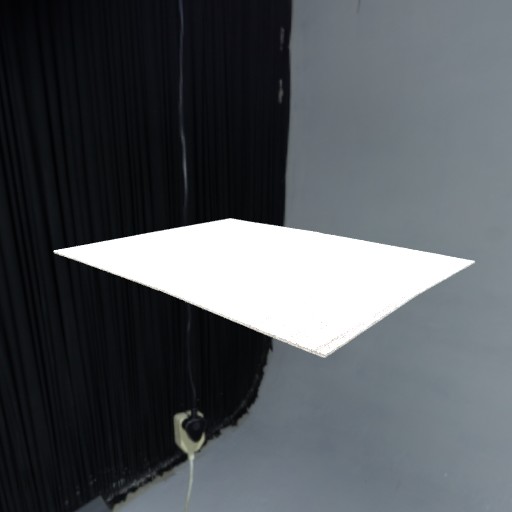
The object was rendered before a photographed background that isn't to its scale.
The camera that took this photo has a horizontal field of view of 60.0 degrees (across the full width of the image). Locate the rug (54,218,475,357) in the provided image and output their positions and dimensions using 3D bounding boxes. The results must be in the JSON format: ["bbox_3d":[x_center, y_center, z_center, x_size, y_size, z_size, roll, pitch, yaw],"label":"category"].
[{"bbox_3d":[0.000,0.000,4.944,3.778,0.053,2.873,13,20,41],"label":"rug"}]
